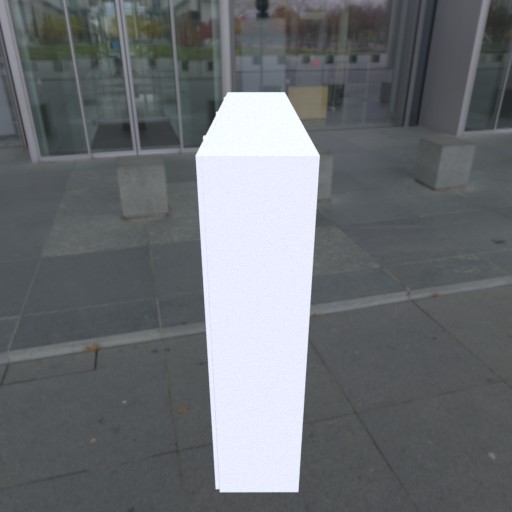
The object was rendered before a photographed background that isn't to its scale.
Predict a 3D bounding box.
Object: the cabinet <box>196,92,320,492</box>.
[{"bbox_3d":[0.000,0.000,3.802,0.590,2.370,2.700,0,26,0],"label":"cabinet"}]
